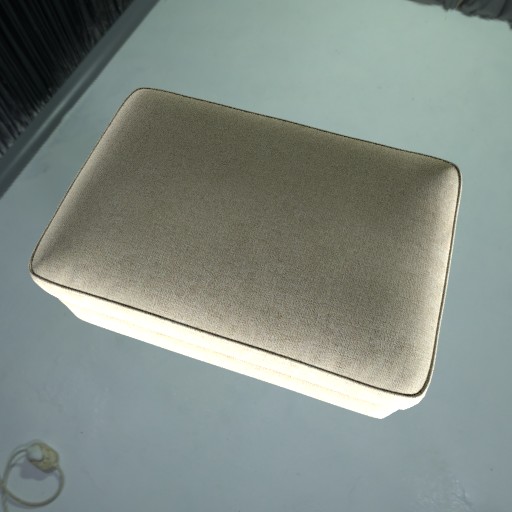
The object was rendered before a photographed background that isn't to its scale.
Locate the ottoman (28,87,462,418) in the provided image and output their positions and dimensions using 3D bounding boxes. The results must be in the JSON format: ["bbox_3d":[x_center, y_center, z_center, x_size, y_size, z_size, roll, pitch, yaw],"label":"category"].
[{"bbox_3d":[0.000,0.000,1.161,0.862,0.484,0.583,16,65,8],"label":"ottoman"}]
